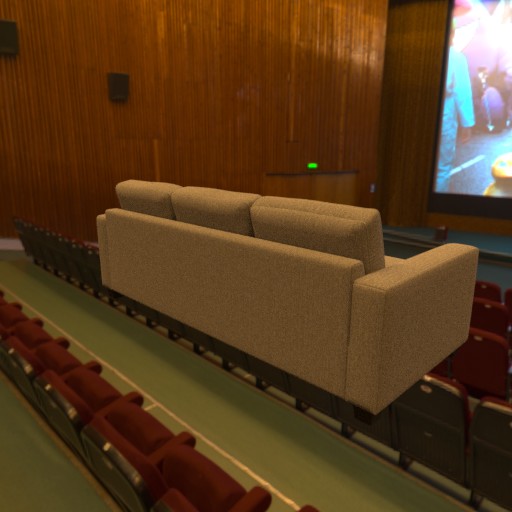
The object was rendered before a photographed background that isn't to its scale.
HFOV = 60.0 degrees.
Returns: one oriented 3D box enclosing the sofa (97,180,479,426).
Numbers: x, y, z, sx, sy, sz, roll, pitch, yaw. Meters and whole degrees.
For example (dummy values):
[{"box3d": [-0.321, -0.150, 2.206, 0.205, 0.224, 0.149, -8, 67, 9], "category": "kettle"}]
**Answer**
[{"box3d": [0.000, 0.000, 2.544, 2.120, 0.800, 0.900, 14, 20, 43], "category": "sofa"}]
